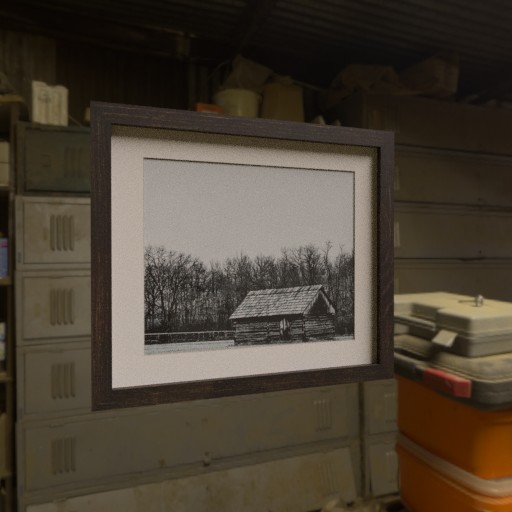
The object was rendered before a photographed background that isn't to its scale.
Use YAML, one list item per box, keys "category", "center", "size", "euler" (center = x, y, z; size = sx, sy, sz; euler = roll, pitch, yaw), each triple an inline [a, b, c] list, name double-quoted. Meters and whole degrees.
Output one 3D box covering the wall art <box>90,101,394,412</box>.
- category: "wall art"
  center: [0.000, 0.000, 0.546]
  size: [0.381, 0.330, 0.031]
  euler: [0, 1, -19]
